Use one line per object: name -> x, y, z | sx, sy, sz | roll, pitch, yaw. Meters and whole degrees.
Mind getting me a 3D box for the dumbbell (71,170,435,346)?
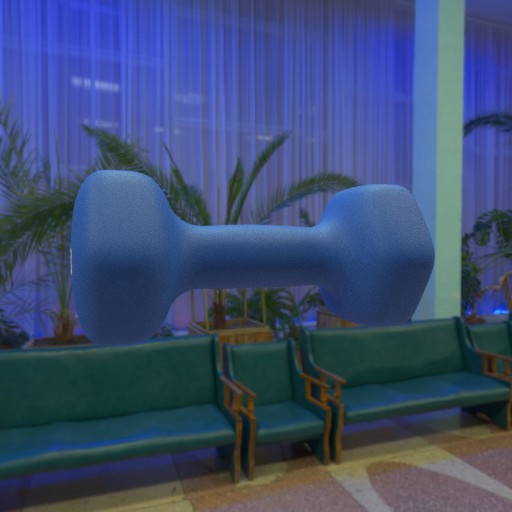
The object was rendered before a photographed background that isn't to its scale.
dumbbell -> 0.000, 0.000, 0.276 | 0.212, 0.093, 0.103 | 0, 1, -18
